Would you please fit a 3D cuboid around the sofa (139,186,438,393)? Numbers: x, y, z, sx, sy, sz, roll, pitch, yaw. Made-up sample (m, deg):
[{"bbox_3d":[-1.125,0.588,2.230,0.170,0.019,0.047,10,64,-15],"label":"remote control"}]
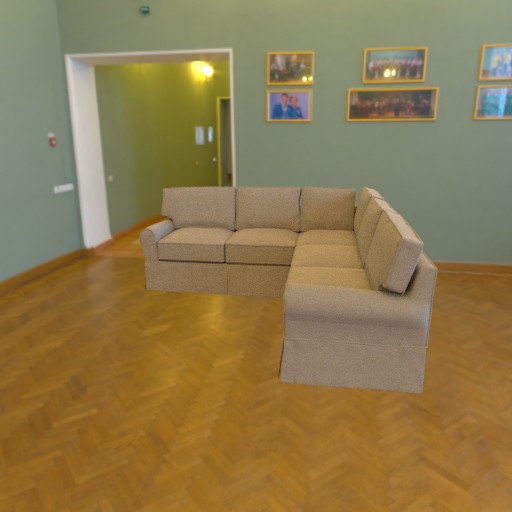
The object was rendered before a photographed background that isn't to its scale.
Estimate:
[{"bbox_3d":[0.000,0.000,4.332,2.730,1.124,2.733,2,15,8],"label":"sofa"}]
